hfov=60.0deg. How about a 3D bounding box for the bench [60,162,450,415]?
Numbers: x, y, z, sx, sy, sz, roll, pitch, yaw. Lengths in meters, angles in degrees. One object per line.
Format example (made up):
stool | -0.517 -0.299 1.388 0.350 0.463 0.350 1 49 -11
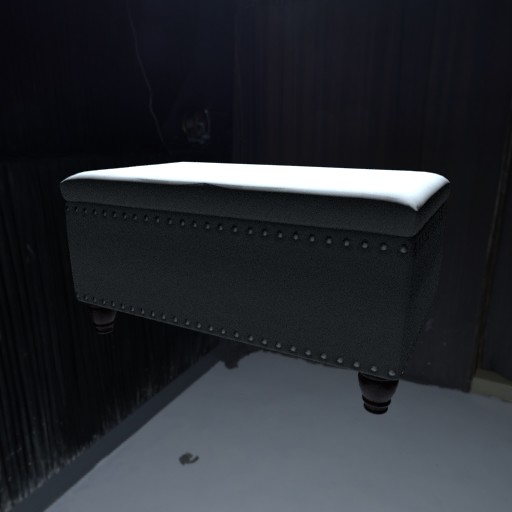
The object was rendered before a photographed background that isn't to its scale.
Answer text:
bench | 0.000 0.000 1.195 0.887 0.449 0.500 8 18 27
